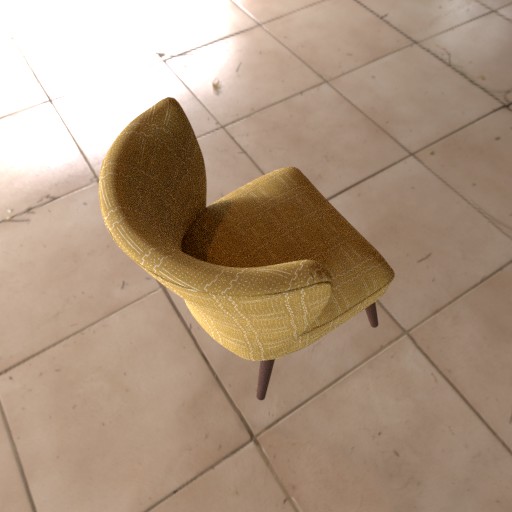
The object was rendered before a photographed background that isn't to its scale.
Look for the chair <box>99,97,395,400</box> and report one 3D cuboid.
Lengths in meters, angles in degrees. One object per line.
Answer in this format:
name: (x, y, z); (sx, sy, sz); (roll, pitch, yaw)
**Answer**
chair: (0.000, 0.000, 1.418); (0.758, 0.866, 0.706); (-29, 62, -18)
